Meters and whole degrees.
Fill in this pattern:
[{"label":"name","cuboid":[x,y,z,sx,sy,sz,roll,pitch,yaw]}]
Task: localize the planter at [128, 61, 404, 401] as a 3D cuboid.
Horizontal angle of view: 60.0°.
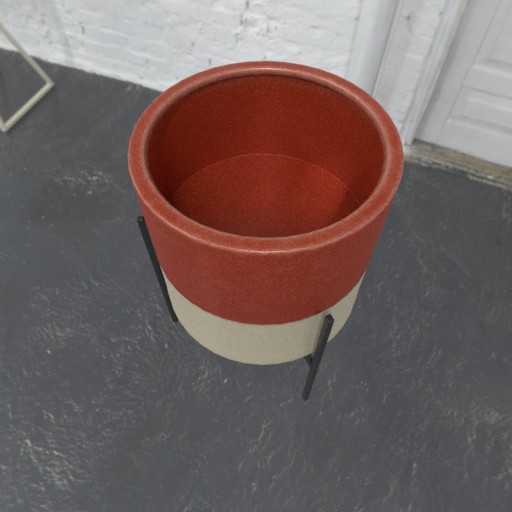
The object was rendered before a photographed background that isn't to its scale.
[{"label":"planter","cuboid":[0.000,0.000,0.523,0.251,0.354,0.235,1,56,1]}]
